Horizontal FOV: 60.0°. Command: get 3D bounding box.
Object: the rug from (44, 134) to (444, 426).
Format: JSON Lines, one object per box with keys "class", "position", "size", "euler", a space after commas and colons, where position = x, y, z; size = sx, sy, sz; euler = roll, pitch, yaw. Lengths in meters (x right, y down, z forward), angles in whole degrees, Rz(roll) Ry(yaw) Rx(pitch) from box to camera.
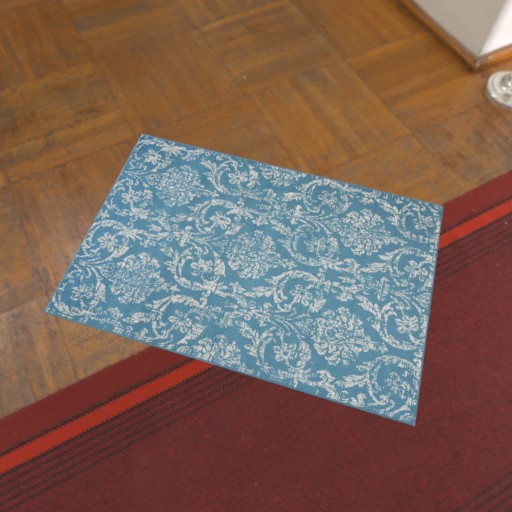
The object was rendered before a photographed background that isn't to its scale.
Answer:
{"class": "rug", "position": [0.000, 0.000, 3.510], "size": [2.746, 0.018, 1.816], "euler": [15, 64, 8]}
